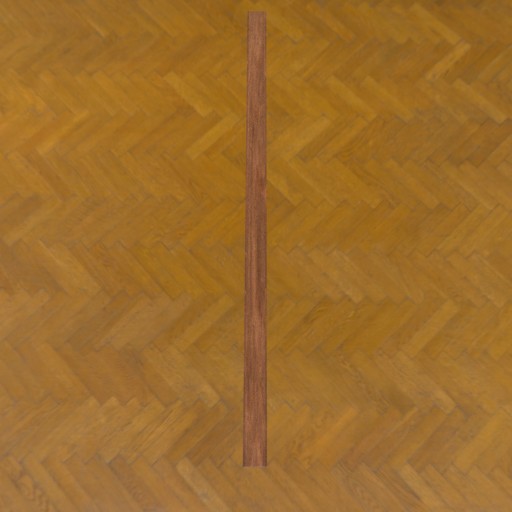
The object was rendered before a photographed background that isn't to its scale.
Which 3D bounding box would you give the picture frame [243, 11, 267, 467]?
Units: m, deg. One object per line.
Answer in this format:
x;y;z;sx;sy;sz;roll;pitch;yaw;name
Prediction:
0.000;0.000;0.746;0.025;0.457;0.559;0;76;0;picture frame
